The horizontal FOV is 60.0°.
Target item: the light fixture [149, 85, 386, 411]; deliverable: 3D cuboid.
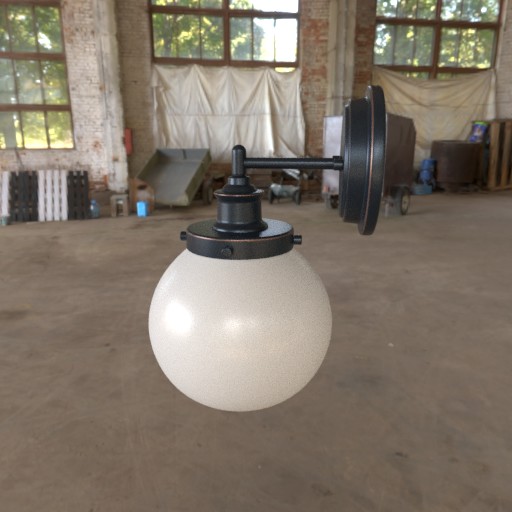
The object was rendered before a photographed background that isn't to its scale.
[{"bbox_3d":[0.000,0.000,0.465,0.230,0.332,0.197,2,15,8],"label":"light fixture"}]
